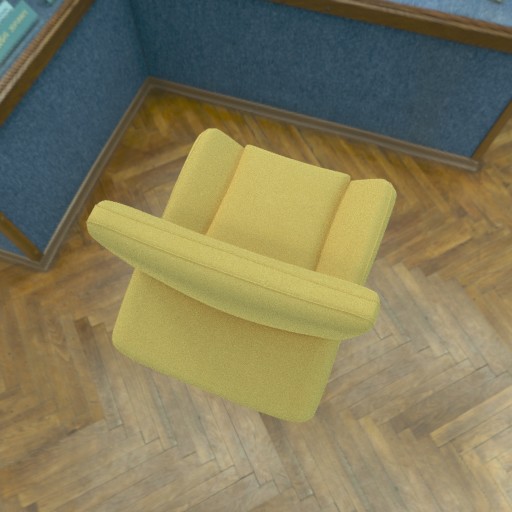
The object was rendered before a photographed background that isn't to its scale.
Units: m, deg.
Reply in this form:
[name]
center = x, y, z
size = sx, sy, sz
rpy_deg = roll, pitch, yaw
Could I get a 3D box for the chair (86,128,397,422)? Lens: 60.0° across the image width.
[chair]
center = 0.000, 0.000, 1.654
size = 0.859, 0.855, 1.008
rpy_deg = 19, 66, 9
